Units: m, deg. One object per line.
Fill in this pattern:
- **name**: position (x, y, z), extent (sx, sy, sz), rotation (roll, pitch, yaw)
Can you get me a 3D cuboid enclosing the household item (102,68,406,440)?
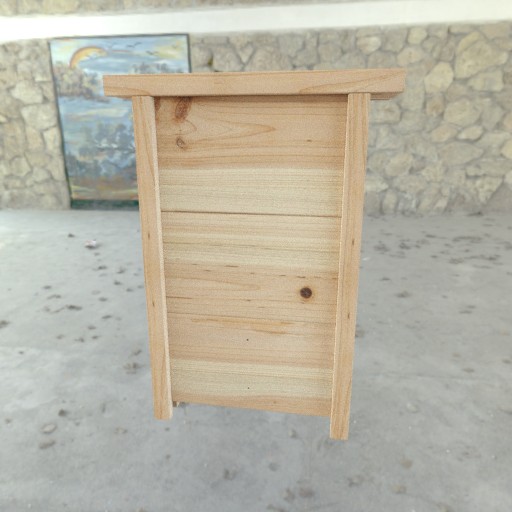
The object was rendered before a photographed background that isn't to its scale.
- **household item**: position (0.000, 0.000, 0.545), extent (0.301, 0.407, 0.123), rotation (3, 16, 9)
